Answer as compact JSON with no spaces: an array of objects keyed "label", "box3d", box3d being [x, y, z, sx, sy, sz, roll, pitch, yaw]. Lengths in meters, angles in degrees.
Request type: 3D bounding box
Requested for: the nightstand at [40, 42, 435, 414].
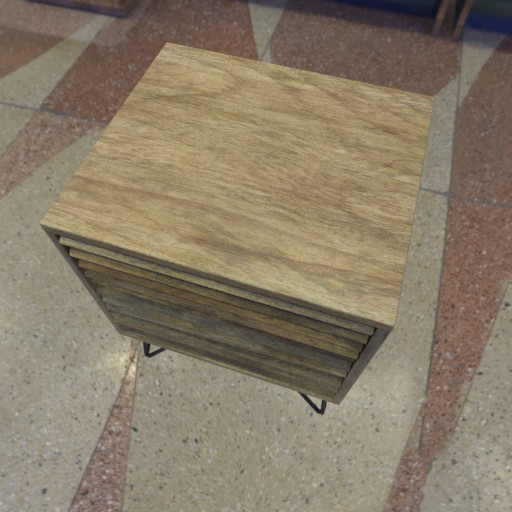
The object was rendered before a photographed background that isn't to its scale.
[{"label":"nightstand","box3d":[0.000,0.000,0.868,0.457,0.559,0.406,16,60,9]}]
